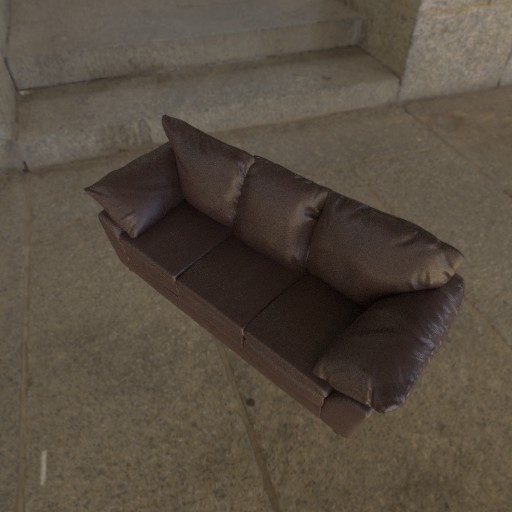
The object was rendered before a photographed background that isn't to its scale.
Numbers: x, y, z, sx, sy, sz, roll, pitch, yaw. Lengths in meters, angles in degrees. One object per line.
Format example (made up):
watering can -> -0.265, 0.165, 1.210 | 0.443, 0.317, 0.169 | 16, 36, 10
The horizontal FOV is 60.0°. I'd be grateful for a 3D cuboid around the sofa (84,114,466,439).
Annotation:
sofa -> 0.000, 0.000, 2.808 | 2.390, 1.091, 0.907 | 32, 53, 28
